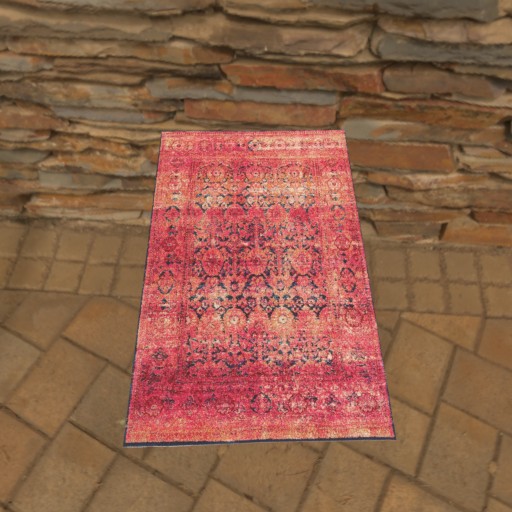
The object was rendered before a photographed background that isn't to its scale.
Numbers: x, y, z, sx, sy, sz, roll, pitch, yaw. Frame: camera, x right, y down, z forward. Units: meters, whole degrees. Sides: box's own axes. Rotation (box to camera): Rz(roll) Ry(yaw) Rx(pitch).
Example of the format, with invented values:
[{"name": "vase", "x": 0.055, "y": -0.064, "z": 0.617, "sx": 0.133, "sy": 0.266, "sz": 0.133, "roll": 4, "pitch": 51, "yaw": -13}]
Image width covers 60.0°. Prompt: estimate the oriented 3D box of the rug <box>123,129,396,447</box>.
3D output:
[{"name": "rug", "x": 0.000, "y": 0.000, "z": 3.101, "sx": 1.539, "sy": 0.018, "sz": 2.449, "roll": -1, "pitch": 60, "yaw": -1}]
